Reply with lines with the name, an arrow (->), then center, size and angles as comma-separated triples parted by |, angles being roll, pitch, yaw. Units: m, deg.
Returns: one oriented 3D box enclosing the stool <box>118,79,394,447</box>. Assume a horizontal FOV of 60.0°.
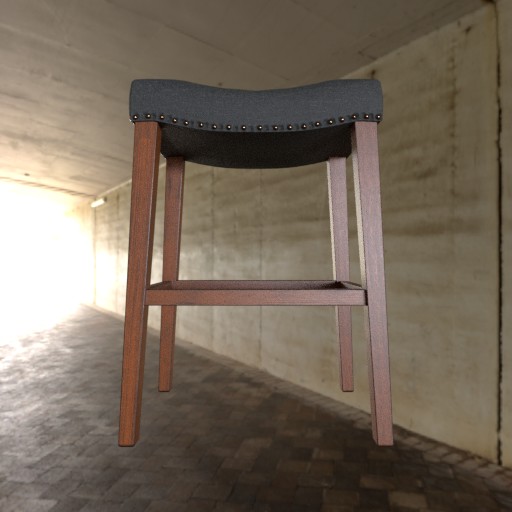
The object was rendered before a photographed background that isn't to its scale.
stool -> 0.000, 0.000, 0.867 | 0.439, 0.612, 0.320 | 0, 0, 0
